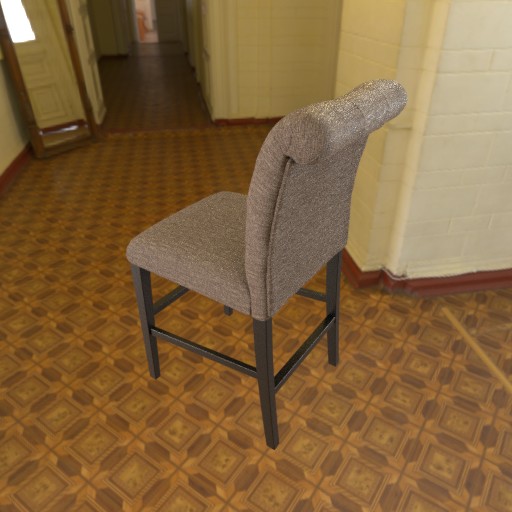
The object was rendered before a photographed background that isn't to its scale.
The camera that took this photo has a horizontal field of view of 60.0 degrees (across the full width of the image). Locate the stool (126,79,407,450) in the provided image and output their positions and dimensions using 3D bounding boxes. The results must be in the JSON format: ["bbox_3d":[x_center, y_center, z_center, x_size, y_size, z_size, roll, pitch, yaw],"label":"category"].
[{"bbox_3d":[0.000,0.000,1.293,0.611,0.970,0.457,20,37,29],"label":"stool"}]
